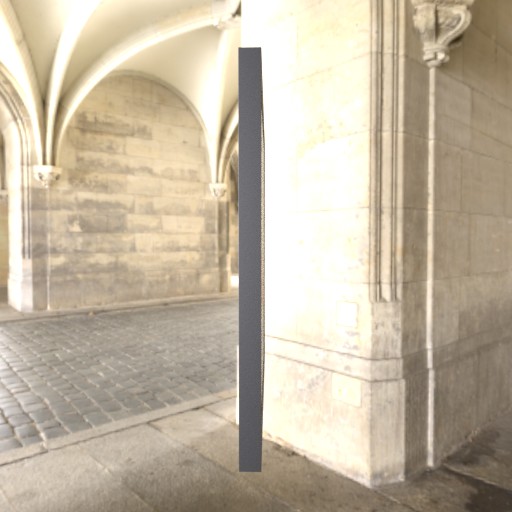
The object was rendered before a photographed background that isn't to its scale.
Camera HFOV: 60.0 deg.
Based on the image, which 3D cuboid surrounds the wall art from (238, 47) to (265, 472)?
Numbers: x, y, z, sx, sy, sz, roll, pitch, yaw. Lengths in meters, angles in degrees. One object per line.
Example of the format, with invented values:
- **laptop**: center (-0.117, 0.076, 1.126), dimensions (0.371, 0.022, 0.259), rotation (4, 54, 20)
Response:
- **wall art**: center (0.000, 0.000, 1.183), dimensions (0.042, 0.766, 0.769), rotation (0, 2, 2)
